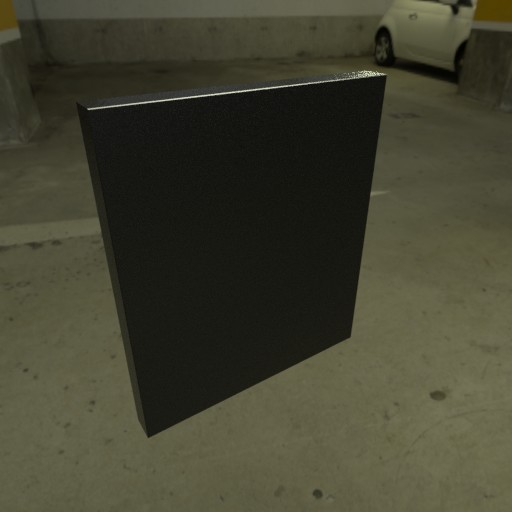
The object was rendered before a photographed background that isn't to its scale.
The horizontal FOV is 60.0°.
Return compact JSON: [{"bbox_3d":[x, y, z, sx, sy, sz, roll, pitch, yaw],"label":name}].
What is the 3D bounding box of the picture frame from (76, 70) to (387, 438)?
[{"bbox_3d":[0.000,0.000,0.520,0.328,0.378,0.034,-18,35,-29],"label":"picture frame"}]
